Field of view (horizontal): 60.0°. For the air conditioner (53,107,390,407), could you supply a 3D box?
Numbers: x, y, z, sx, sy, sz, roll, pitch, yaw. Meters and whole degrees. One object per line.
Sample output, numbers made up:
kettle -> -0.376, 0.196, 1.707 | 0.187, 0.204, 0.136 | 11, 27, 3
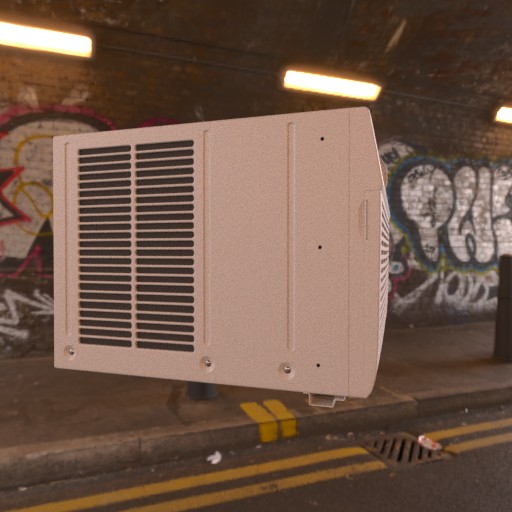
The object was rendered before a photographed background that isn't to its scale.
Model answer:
air conditioner -> 0.000, 0.000, 1.047 | 0.599, 0.455, 0.645 | 0, 1, 18
